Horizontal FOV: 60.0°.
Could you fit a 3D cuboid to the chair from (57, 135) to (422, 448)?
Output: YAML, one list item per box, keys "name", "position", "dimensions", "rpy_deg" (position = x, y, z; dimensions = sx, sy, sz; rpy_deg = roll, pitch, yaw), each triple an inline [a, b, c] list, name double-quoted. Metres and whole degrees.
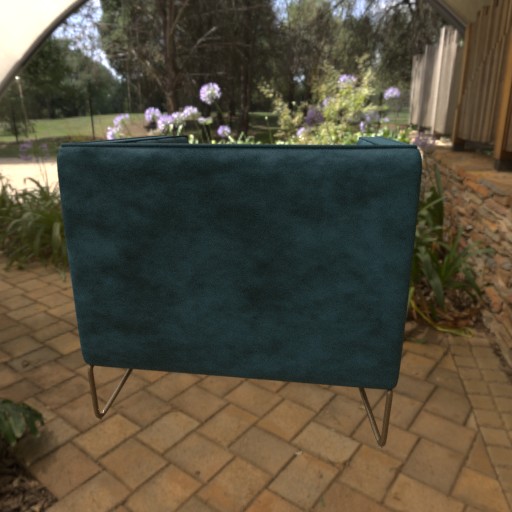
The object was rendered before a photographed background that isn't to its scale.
- name: "chair"
  position: [0.000, 0.000, 1.526]
  dimensions: [0.880, 0.790, 0.894]
  rpy_deg: [2, 17, 8]
